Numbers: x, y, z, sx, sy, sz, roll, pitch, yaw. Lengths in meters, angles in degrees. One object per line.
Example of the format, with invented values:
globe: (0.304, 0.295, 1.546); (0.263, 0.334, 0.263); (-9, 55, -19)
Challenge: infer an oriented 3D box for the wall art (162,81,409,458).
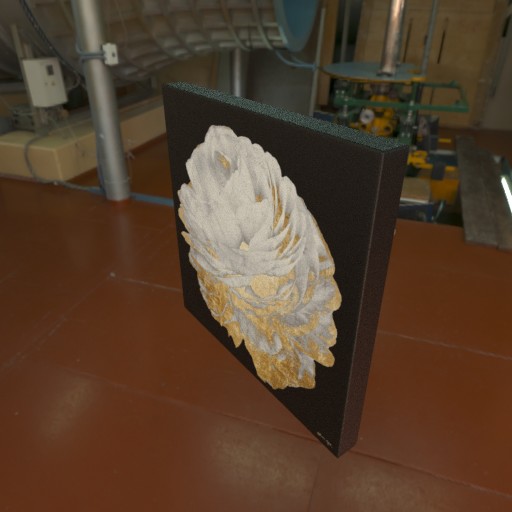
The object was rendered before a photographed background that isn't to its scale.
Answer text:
wall art: (0.000, 0.000, 0.619); (0.041, 0.407, 0.406); (-21, 36, -31)
